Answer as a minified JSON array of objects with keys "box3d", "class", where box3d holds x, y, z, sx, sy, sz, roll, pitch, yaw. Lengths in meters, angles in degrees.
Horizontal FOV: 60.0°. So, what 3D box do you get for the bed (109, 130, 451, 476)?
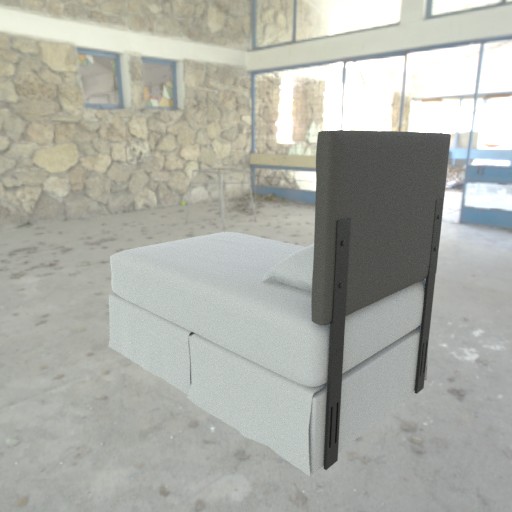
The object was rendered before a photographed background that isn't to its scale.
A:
[{"box3d":[0.000,0.000,2.951,1.261,1.571,1.997,-14,20,-43],"class":"bed"}]
